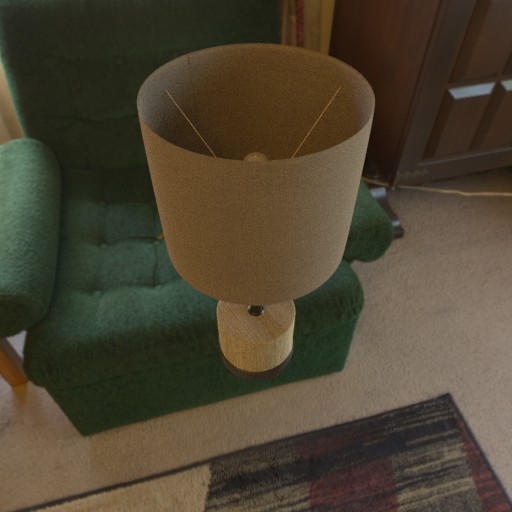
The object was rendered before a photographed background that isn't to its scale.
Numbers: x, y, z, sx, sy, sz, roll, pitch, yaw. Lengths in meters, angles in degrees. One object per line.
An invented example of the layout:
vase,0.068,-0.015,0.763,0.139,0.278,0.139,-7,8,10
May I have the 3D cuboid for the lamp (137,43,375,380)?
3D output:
lamp,0.000,0.000,0.601,0.229,0.470,0.229,-25,52,-21
